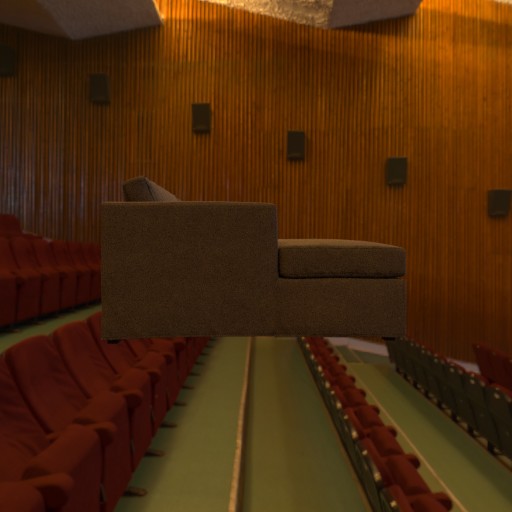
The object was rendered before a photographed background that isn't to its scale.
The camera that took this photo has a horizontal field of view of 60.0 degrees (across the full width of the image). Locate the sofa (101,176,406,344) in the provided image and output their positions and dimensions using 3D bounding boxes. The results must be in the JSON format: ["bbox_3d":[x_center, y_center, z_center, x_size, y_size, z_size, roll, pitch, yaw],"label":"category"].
[{"bbox_3d":[0.000,0.000,3.875,1.650,0.922,3.205,0,0,0],"label":"sofa"}]
